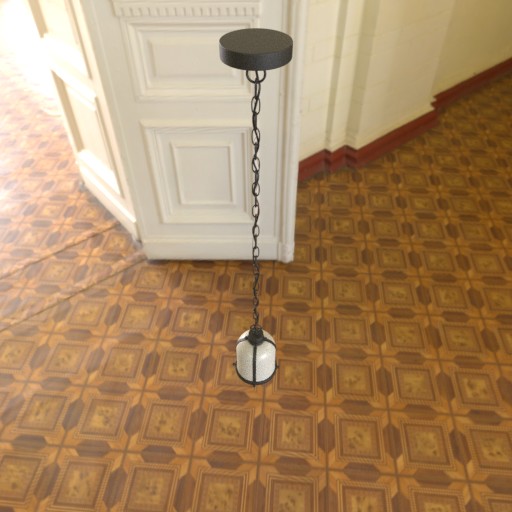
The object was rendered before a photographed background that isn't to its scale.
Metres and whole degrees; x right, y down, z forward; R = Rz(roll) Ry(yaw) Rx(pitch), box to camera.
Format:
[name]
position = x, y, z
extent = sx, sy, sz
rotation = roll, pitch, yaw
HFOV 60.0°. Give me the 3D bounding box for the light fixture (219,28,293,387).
[light fixture]
position = 0.000, 0.000, 1.280
extent = 0.178, 1.181, 0.178
rotation = 3, 44, 3
